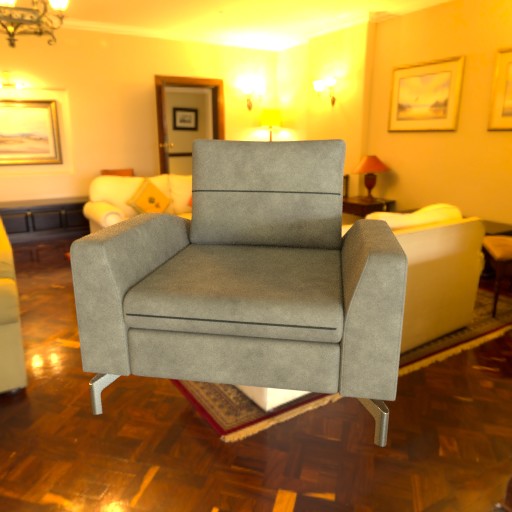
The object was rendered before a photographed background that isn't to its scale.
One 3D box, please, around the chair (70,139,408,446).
[{"bbox_3d":[0.000,0.000,1.574,0.900,0.800,0.900,3,15,9],"label":"chair"}]
